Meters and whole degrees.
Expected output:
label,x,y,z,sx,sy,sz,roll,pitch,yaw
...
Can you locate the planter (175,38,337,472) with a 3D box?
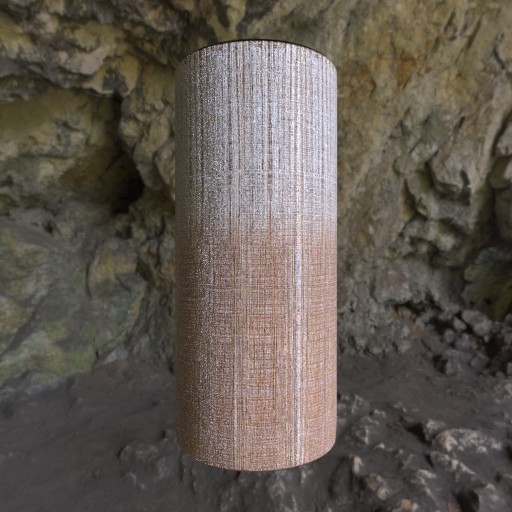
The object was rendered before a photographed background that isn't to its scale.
label,x,y,z,sx,sy,sz,roll,pitch,yaw
planter,0.000,0.000,0.279,0.100,0.227,0.100,0,0,-1
